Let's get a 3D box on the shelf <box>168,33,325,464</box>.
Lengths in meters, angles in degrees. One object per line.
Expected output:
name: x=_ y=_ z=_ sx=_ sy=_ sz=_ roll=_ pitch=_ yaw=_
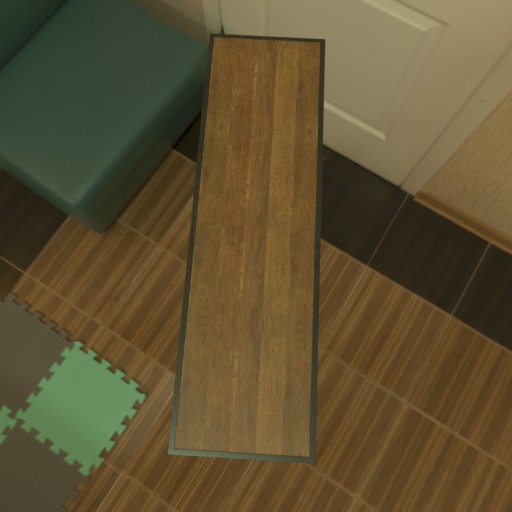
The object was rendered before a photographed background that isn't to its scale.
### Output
shelf: x=0.000 y=0.000 z=1.581 sx=0.361 sy=0.765 sz=1.201 roll=3 pitch=76 yaw=1
